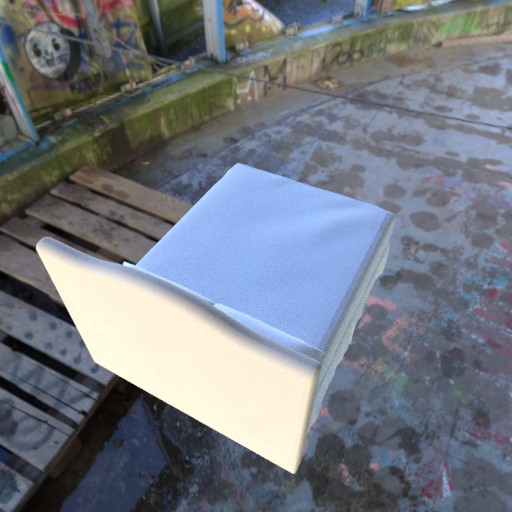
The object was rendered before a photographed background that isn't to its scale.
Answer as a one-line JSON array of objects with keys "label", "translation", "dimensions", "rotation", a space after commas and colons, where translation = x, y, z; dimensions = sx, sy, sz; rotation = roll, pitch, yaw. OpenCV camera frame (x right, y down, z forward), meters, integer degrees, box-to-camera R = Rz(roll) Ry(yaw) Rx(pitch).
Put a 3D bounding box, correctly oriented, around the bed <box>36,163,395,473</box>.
[{"label": "bed", "translation": [0.000, 0.000, 3.203], "dimensions": [1.678, 1.398, 2.052], "rotation": [22, 51, 19]}]
